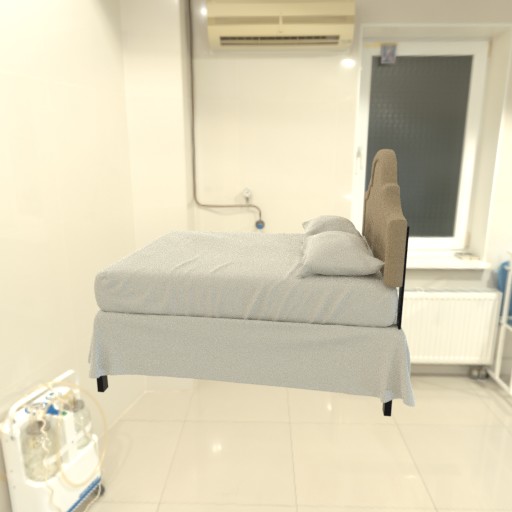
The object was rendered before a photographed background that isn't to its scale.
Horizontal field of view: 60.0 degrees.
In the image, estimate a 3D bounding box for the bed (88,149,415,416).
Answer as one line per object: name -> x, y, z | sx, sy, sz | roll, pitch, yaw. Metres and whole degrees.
bed -> 0.000, 0.000, 3.479 | 2.222, 1.634, 1.780 | 2, 14, 8
